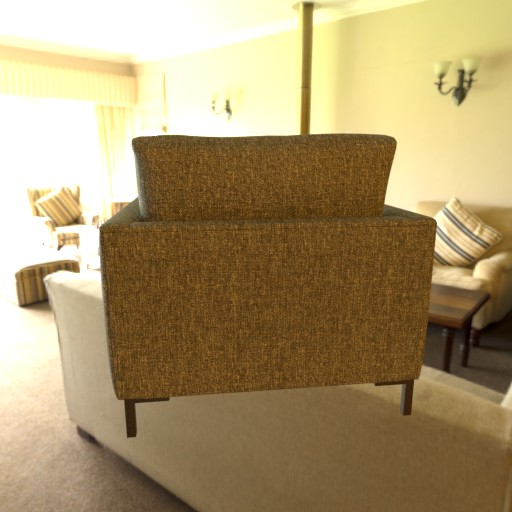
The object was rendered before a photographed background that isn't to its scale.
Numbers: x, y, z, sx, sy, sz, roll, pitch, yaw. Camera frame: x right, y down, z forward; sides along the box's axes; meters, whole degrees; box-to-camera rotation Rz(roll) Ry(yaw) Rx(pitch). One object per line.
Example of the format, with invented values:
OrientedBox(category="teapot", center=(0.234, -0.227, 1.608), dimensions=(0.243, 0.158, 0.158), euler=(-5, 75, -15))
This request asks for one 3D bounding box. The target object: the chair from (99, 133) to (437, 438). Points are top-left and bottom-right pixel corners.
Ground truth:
OrientedBox(category="chair", center=(0.000, 0.000, 1.647), dimensions=(0.963, 0.861, 0.866), euler=(-2, 13, -7))
